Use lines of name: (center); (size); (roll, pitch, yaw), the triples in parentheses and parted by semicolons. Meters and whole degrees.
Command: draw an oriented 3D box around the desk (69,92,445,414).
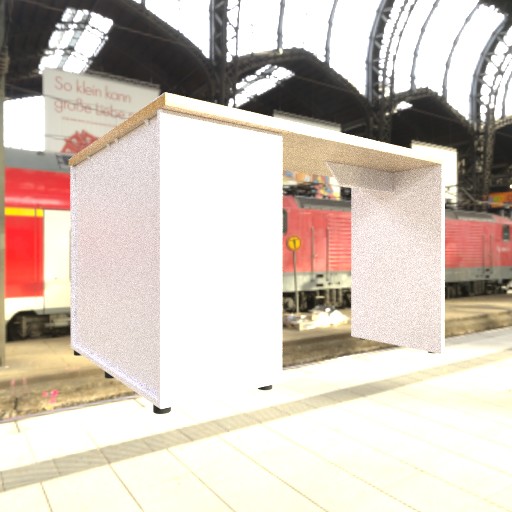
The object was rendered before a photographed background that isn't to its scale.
desk: (0.000, 0.000, 1.727); (1.170, 0.760, 0.900); (0, 0, -36)
